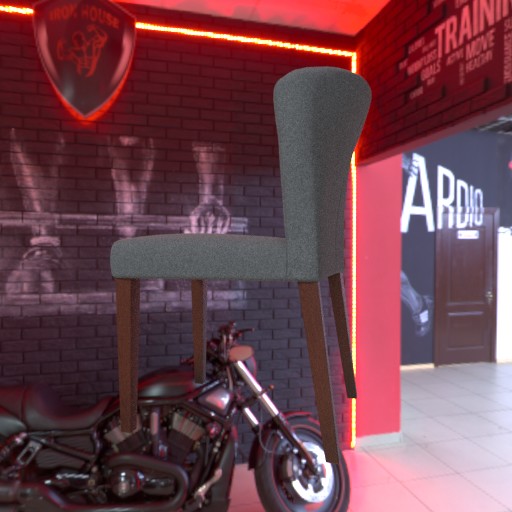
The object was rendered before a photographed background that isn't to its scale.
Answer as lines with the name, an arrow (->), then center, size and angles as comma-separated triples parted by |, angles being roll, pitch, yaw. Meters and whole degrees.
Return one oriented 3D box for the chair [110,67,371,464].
chair -> 0.000, 0.000, 1.178 | 0.592, 0.839, 0.491 | 0, 1, 18
